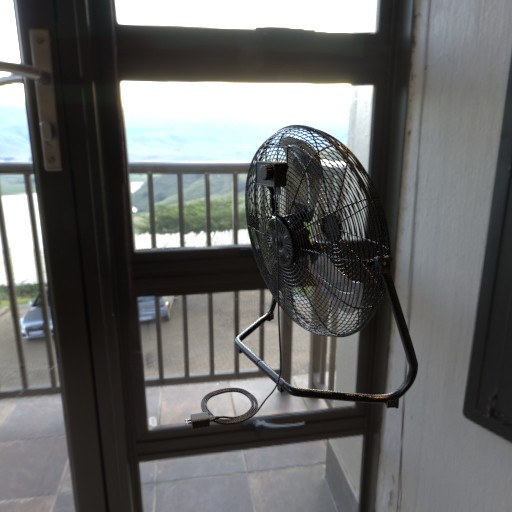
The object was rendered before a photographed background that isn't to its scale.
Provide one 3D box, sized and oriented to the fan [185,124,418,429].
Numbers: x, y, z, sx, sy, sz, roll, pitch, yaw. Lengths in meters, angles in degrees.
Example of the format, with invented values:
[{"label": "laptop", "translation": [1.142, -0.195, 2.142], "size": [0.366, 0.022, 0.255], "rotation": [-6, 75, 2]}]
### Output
[{"label": "fan", "translation": [0.000, 0.000, 0.953], "size": [0.424, 0.546, 0.555], "rotation": [-7, 16, -27]}]
